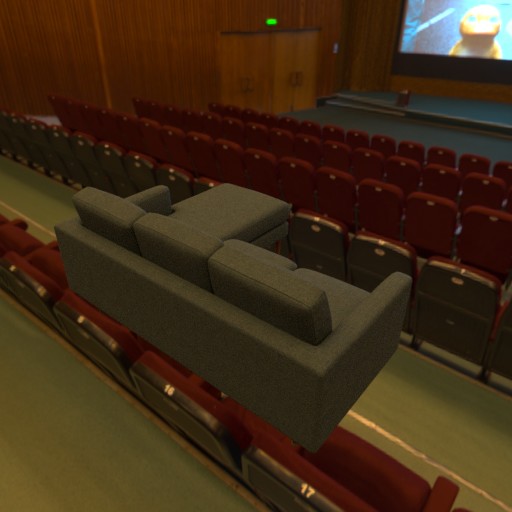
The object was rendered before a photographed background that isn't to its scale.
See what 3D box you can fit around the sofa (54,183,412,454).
[{"bbox_3d":[0.000,0.000,2.971,2.055,0.957,1.667,23,38,33],"label":"sofa"}]
